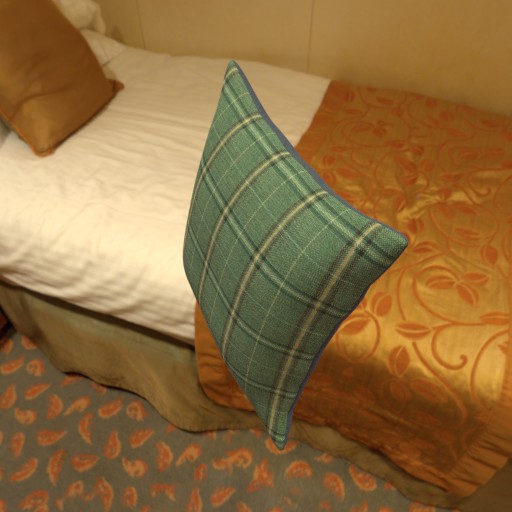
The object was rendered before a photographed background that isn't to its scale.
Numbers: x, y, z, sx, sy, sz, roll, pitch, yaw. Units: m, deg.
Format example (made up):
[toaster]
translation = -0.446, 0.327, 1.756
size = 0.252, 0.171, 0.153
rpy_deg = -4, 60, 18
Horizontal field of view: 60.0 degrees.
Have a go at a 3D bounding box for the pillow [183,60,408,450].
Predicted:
[pillow]
translation = 0.000, 0.000, 0.704
size = 0.200, 0.430, 0.453
rpy_deg = -18, 49, -16
